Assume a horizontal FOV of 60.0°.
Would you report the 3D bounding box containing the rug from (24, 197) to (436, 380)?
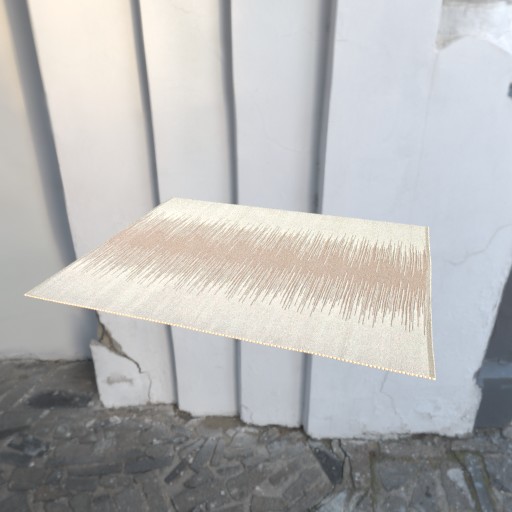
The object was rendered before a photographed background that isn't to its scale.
[{"bbox_3d":[0.000,0.000,4.076,3.048,0.013,2.438,8,28,16],"label":"rug"}]
